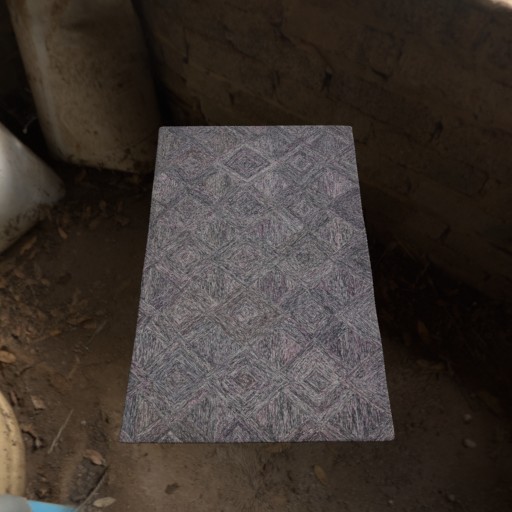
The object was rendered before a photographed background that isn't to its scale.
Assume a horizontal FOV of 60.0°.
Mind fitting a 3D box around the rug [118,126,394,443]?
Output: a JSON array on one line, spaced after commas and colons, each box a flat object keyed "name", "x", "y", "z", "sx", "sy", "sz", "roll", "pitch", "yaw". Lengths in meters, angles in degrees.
[{"name": "rug", "x": 0.000, "y": 0.000, "z": 2.246, "sx": 1.158, "sy": 0.013, "sz": 1.752, "roll": 0, "pitch": 62, "yaw": 0}]
